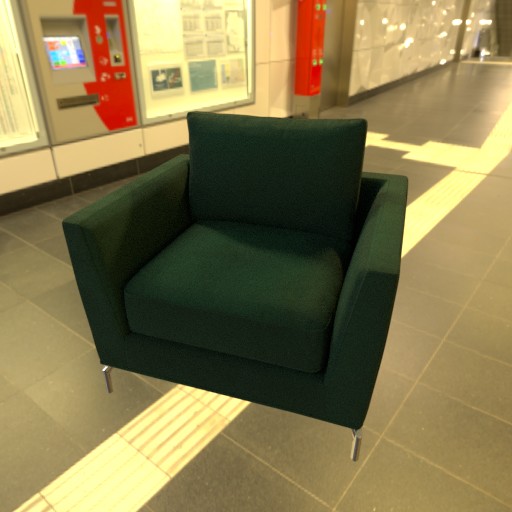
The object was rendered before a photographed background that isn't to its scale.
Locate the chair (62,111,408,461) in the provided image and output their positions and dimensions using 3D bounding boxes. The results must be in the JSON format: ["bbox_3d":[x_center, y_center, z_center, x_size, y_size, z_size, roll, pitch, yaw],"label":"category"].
[{"bbox_3d":[0.000,0.000,1.727,1.047,0.997,0.852,9,29,16],"label":"chair"}]
